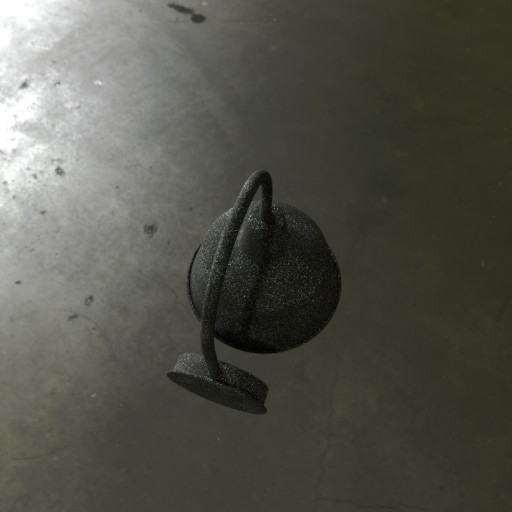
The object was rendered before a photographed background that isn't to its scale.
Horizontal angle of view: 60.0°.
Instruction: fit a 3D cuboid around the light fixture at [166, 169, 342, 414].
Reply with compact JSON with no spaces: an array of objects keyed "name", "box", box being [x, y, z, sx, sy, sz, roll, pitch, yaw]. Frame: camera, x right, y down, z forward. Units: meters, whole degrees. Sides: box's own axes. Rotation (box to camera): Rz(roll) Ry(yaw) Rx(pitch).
[{"name":"light fixture","box":[0.000,0.000,0.497,0.216,0.300,0.283,17,63,9]}]
